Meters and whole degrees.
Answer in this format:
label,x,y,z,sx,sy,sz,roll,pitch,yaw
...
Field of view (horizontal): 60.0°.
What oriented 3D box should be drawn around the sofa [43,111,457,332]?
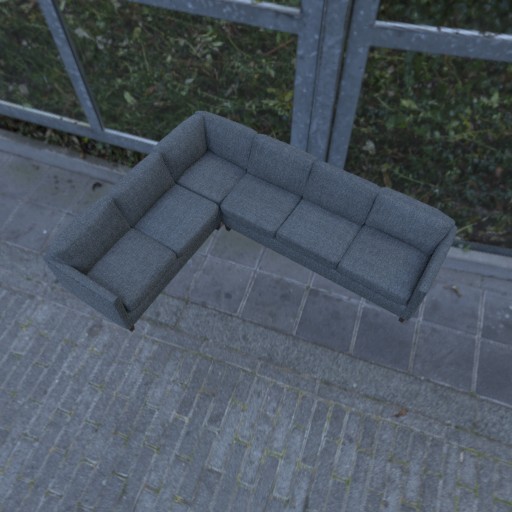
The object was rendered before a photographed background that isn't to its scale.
label,x,y,z,sx,sy,sz,roll,pitch,yaw
sofa,0.000,0.000,4.570,3.302,0.947,2.593,28,61,17
